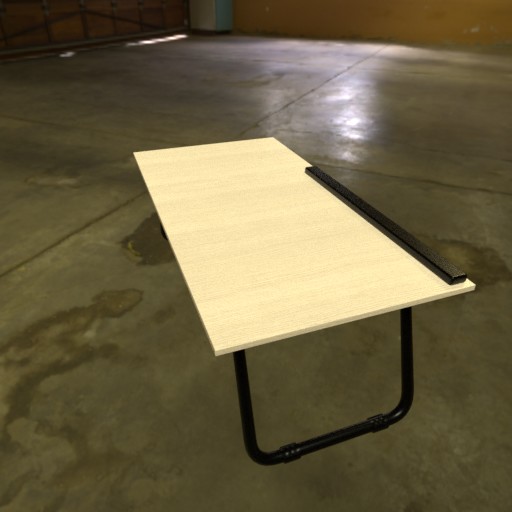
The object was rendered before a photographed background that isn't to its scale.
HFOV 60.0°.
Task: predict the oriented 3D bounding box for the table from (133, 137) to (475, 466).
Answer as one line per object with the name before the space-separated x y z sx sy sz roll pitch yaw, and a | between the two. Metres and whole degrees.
table | 0.000 0.000 0.794 0.322 0.242 0.644 -11 33 -17
